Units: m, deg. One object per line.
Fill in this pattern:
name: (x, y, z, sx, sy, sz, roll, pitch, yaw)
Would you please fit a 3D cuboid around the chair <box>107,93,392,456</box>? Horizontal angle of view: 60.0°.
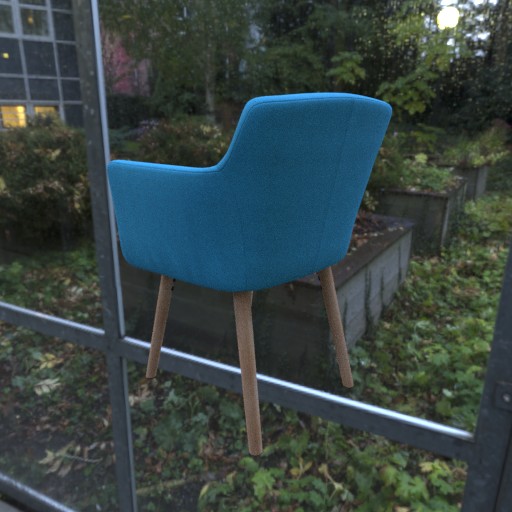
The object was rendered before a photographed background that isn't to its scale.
chair: (0.000, 0.000, 1.155, 0.570, 0.780, 0.540, -16, 24, -42)
